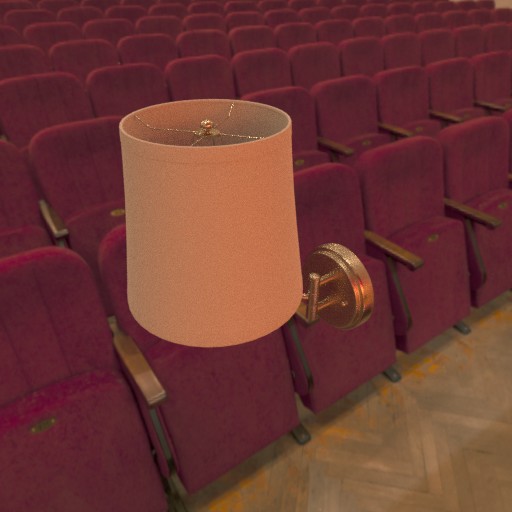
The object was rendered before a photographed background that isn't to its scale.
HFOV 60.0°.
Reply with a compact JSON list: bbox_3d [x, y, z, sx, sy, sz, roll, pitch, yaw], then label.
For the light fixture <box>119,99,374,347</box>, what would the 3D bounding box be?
[{"bbox_3d":[0.000,0.000,0.592,0.348,0.381,0.223,-20,38,-29],"label":"light fixture"}]
